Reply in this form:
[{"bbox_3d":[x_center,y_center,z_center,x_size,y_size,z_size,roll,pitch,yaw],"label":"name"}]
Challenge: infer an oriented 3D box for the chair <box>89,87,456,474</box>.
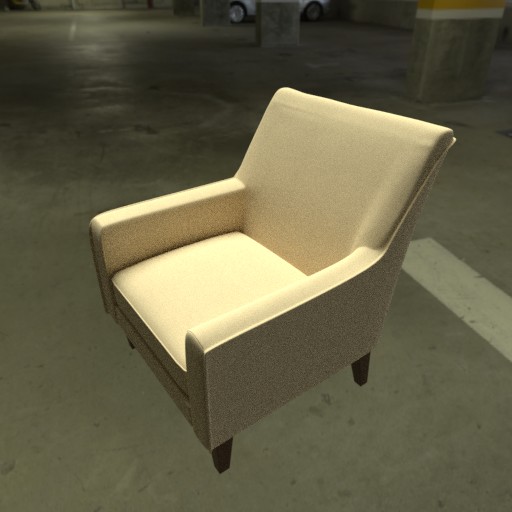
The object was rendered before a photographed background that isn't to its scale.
[{"bbox_3d":[0.000,0.000,1.541,0.899,0.919,0.780,-21,37,-30],"label":"chair"}]
